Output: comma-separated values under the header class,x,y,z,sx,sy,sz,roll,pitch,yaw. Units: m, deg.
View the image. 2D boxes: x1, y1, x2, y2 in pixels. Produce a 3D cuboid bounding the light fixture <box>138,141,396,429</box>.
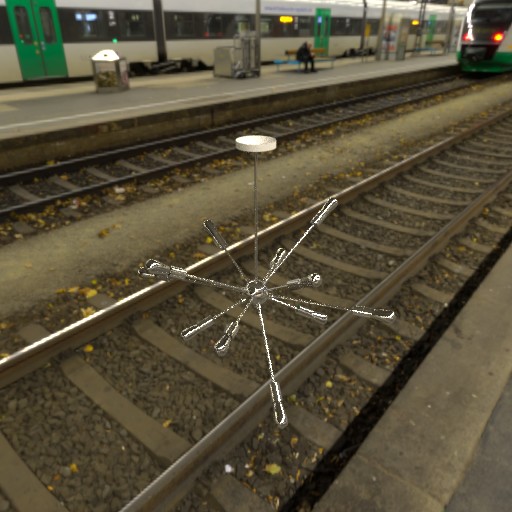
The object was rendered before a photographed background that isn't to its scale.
class,x,y,z,sx,sy,sz,roll,pitch,yaw
light fixture,0.000,0.000,1.076,0.684,0.558,0.509,9,28,17
